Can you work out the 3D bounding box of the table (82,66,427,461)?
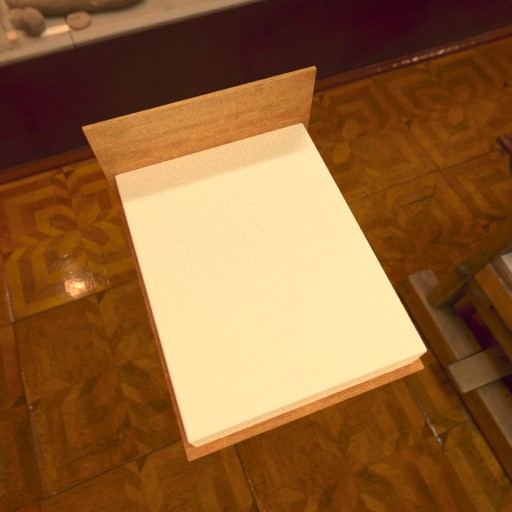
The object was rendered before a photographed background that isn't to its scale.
[{"bbox_3d":[0.000,0.000,3.123,1.707,1.041,2.149,-18,64,-9],"label":"table"}]
